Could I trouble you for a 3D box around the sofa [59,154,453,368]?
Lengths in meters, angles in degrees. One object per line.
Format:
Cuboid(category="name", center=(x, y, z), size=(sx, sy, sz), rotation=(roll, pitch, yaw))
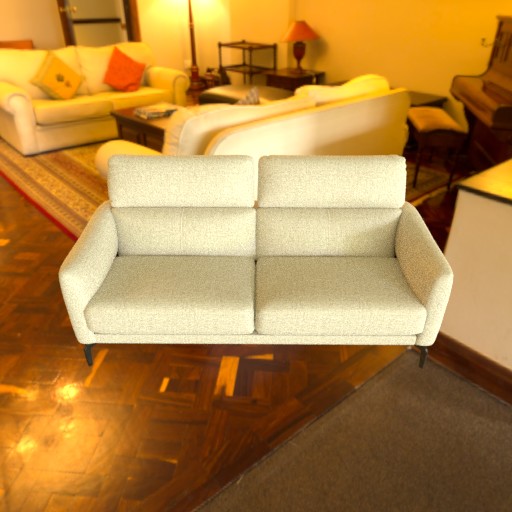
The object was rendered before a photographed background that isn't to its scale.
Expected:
Cuboid(category="sofa", center=(0.000, 0.000, 2.556), size=(2.015, 0.956, 0.856), rotation=(0, 30, 0))
